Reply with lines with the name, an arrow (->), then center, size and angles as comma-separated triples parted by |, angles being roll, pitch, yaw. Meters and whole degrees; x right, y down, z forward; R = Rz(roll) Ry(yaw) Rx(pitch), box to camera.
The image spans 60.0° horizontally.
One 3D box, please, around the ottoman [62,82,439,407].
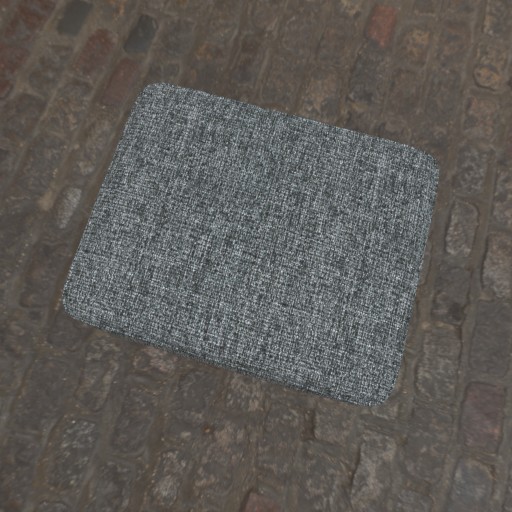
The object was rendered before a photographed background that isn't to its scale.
ottoman -> 0.000, 0.000, 1.144 | 0.738, 0.537, 0.589 | 16, 78, 3
